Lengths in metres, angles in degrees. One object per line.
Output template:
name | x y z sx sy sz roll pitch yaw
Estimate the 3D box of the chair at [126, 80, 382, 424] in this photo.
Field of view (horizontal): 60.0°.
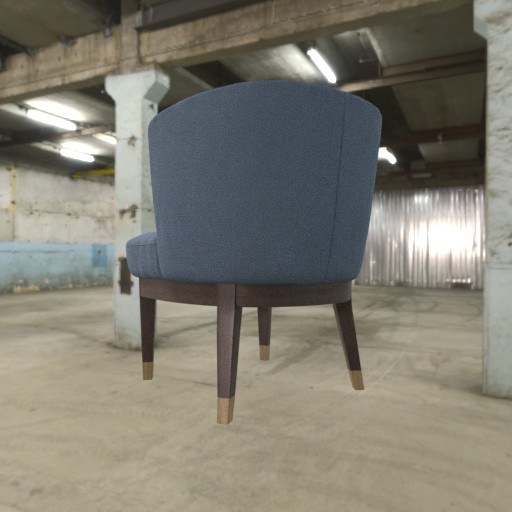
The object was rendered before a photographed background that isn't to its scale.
chair | 0.000 0.000 1.294 0.661 0.760 0.702 0 -1 -36
